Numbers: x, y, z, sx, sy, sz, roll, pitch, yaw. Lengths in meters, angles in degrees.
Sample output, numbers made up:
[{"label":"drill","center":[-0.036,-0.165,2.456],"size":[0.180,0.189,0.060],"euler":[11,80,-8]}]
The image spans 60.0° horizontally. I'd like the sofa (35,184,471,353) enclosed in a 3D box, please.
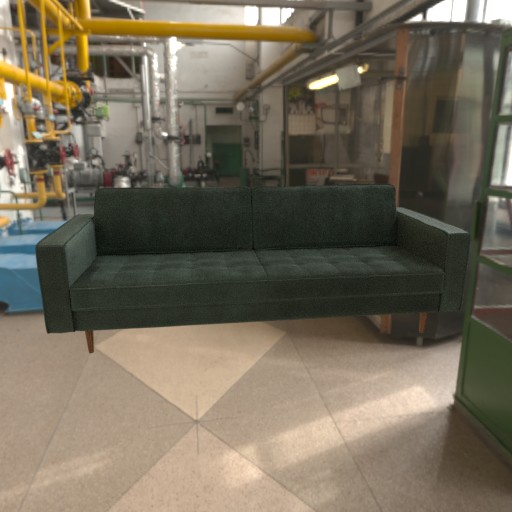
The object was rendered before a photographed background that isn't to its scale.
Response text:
[{"label":"sofa","center":[0.000,0.000,2.630],"size":[2.214,0.781,0.886],"euler":[-2,15,-7]}]
